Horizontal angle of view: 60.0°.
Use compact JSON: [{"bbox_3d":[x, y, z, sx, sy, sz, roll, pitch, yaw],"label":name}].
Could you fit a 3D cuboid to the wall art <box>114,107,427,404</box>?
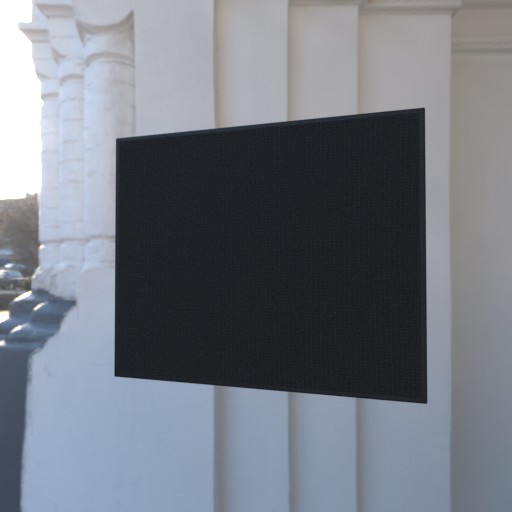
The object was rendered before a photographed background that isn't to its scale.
[{"bbox_3d":[0.000,0.000,0.781,0.559,0.458,0.029,0,-1,17],"label":"wall art"}]
